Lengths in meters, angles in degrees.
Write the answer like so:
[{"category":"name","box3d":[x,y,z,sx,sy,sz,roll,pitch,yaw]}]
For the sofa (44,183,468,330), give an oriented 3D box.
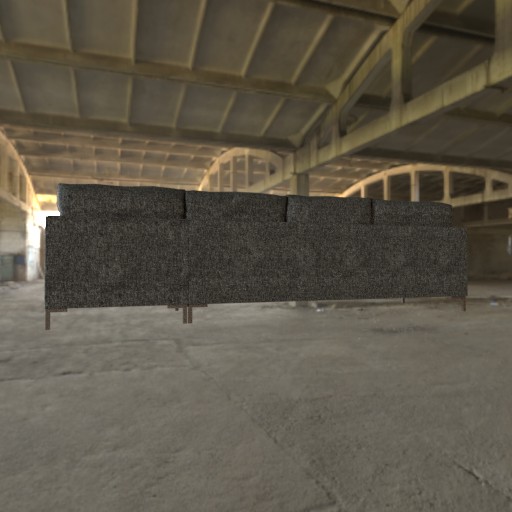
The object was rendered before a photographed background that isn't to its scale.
[{"category":"sofa","box3d":[0.000,0.000,4.021,3.384,0.970,1.488,0,-1,-18]}]
